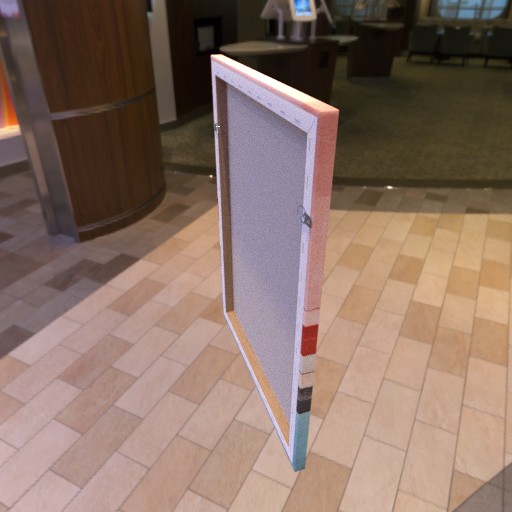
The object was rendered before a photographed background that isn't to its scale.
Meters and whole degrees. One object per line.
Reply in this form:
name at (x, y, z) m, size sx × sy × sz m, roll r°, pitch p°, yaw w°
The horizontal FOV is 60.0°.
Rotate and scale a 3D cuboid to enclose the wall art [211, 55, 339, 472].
wall art at (0.000, 0.000, 1.326) m, size 0.039 × 1.016 × 0.761 m, roll -10°, pitch 33°, yaw -16°
